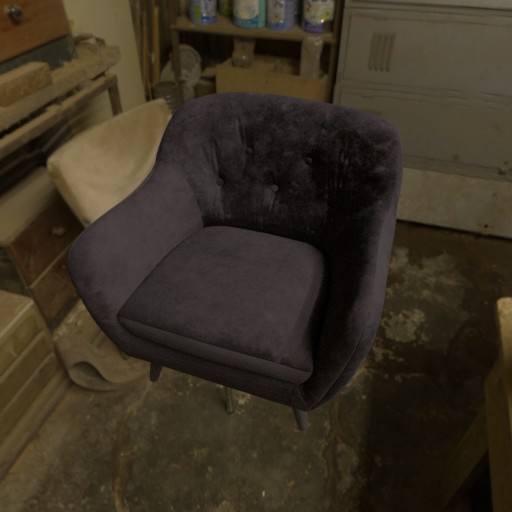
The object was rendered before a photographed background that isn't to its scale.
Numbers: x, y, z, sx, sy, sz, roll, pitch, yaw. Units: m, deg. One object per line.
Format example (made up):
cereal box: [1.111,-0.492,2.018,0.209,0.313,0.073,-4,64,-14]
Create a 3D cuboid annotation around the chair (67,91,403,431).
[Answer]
chair: [0.000,0.000,1.476,0.840,0.807,0.819,13,42,15]
